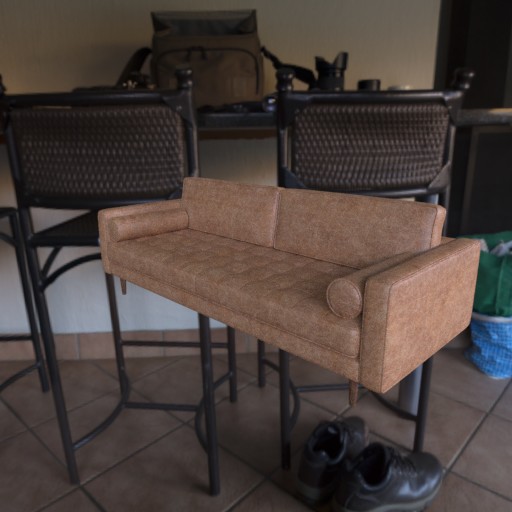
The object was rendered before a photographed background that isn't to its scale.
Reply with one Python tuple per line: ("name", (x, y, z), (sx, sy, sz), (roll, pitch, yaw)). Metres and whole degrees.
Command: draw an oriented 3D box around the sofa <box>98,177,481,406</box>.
("sofa", (0.000, 0.000, 2.615), (2.200, 0.770, 0.919), (15, 21, 43))
